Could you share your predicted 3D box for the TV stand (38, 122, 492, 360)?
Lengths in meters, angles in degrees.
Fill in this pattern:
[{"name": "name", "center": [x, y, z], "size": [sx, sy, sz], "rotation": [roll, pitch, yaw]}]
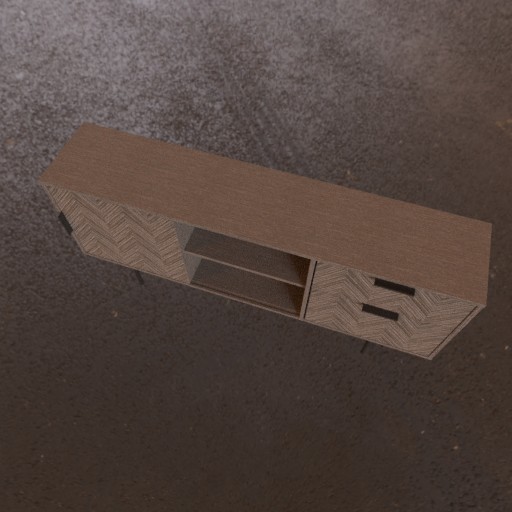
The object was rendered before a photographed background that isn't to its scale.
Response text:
[{"name": "TV stand", "center": [0.000, 0.000, 2.112], "size": [1.804, 0.787, 0.405], "rotation": [16, 59, 10]}]
